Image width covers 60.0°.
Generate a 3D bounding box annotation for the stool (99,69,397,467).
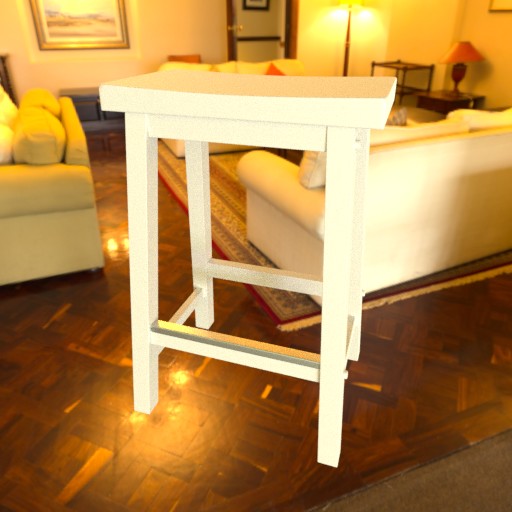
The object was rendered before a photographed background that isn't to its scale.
[{"bbox_3d":[0.000,0.000,0.820,0.406,0.610,0.322,9,30,16],"label":"stool"}]
